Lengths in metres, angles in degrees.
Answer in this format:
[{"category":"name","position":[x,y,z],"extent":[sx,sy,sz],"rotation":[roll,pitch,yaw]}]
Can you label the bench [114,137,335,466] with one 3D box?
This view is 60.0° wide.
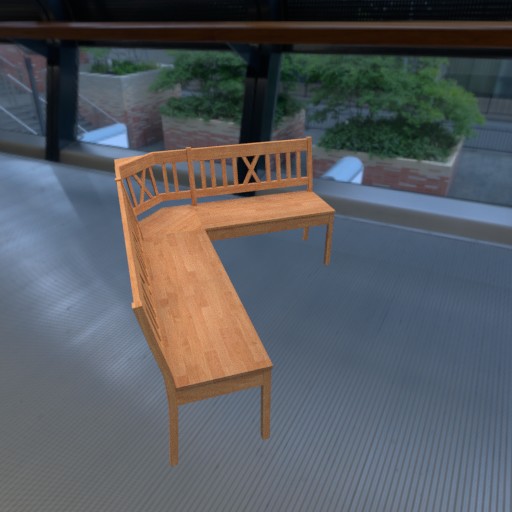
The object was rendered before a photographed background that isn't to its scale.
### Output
[{"category":"bench","position":[0.000,0.000,2.781],"extent":[1.537,0.902,1.937],"rotation":[-9,31,-15]}]
